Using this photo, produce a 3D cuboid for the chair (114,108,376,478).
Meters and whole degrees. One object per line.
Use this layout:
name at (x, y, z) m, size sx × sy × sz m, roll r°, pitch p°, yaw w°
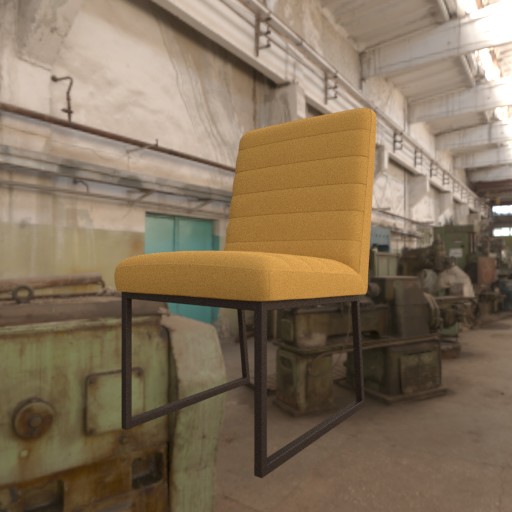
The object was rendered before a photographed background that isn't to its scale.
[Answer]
chair at (0.000, 0.000, 1.301) m, size 0.520 × 0.930 × 0.634 m, roll 0°, pitch 0°, yaw 36°
